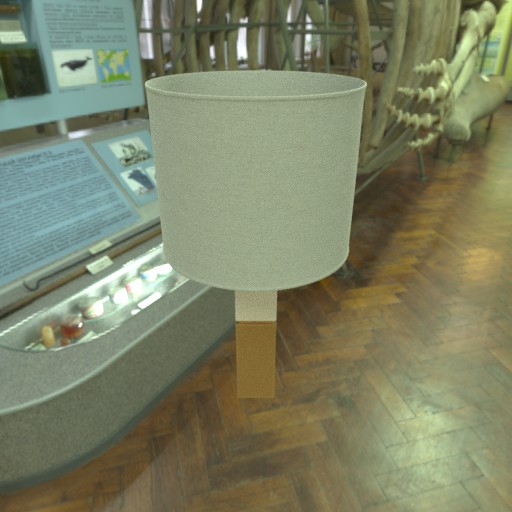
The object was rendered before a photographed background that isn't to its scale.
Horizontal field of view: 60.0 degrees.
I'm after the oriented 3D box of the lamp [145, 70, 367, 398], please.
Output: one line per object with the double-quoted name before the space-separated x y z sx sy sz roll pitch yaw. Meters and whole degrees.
"lamp" 0.000 0.000 0.564 0.229 0.417 0.229 0 28 0
